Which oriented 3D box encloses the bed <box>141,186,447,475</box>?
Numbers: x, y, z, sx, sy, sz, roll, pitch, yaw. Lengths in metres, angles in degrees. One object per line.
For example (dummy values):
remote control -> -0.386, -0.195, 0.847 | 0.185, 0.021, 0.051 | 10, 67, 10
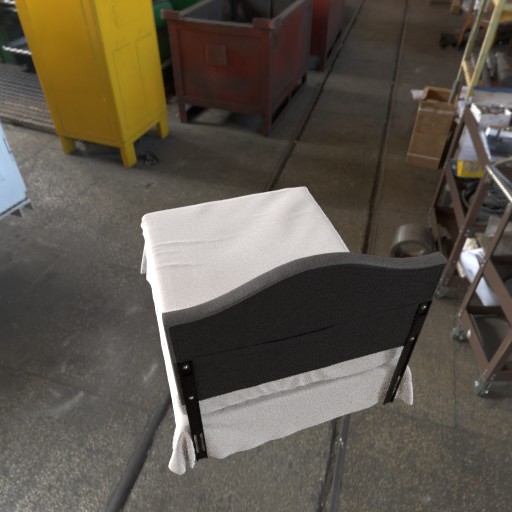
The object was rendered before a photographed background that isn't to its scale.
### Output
bed -> 0.000, 0.000, 3.433 | 1.876, 1.645, 2.221 | -12, 43, -13
